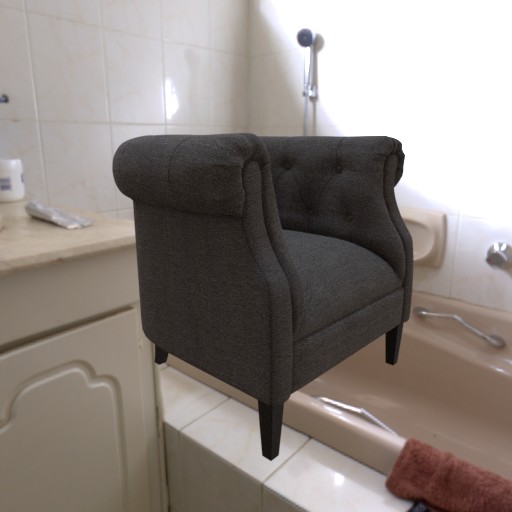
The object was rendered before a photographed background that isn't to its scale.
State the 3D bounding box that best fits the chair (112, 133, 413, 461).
[{"bbox_3d":[0.000,0.000,1.558,0.852,0.827,0.905,13,20,41],"label":"chair"}]
